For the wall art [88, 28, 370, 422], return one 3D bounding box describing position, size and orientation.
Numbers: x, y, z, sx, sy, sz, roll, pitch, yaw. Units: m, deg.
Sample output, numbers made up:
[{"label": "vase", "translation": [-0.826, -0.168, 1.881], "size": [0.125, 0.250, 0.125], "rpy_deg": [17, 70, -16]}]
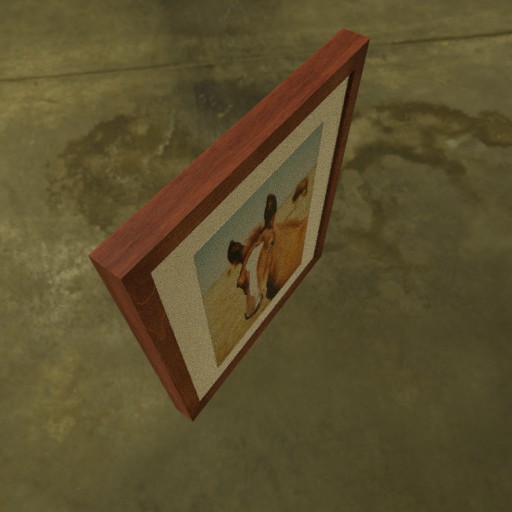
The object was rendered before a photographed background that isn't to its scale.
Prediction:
[{"label": "wall art", "translation": [0.000, 0.000, 0.516], "size": [0.030, 0.381, 0.330], "rpy_deg": [31, 62, 19]}]
